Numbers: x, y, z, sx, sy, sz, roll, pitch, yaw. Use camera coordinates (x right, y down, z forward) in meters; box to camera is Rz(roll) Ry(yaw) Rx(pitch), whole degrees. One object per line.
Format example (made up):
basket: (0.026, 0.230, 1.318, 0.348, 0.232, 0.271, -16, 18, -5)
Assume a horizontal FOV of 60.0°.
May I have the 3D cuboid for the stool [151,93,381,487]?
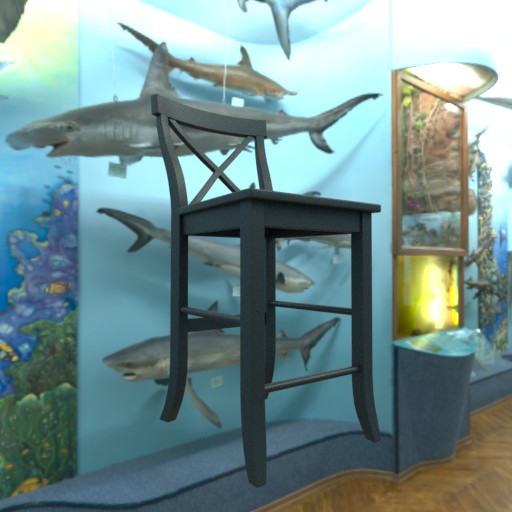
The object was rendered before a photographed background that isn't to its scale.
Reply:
stool: (0.000, 0.000, 1.290, 0.452, 0.989, 0.559, 1, -1, -37)
